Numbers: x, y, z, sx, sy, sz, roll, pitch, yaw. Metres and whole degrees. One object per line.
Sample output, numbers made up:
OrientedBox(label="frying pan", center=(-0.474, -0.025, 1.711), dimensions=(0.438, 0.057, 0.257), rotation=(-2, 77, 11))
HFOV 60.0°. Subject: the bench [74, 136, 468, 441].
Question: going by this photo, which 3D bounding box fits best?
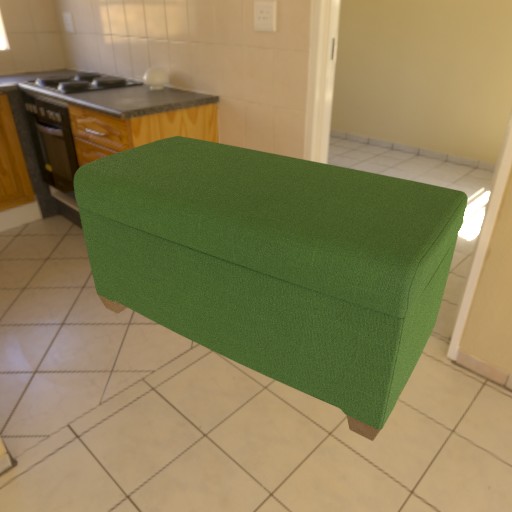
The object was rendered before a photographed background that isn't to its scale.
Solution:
OrientedBox(label="bench", center=(0.000, 0.000, 1.285), dimensions=(0.989, 0.501, 0.505), rotation=(18, 35, 29))
